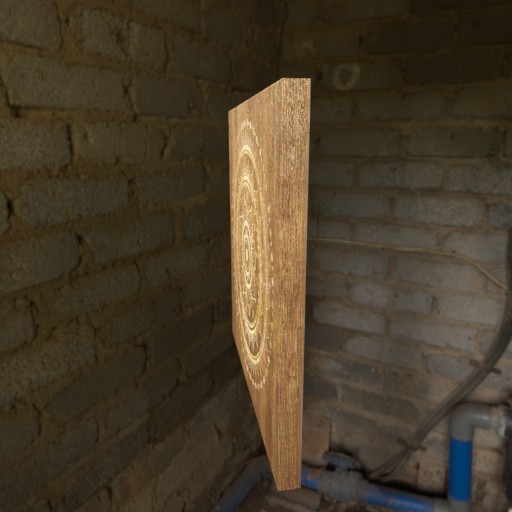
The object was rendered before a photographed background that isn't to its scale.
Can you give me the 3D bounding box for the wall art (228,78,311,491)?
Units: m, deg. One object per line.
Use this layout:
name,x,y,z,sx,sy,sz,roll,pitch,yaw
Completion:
wall art,0.000,0.000,0.909,0.042,0.608,0.611,-2,14,-9
